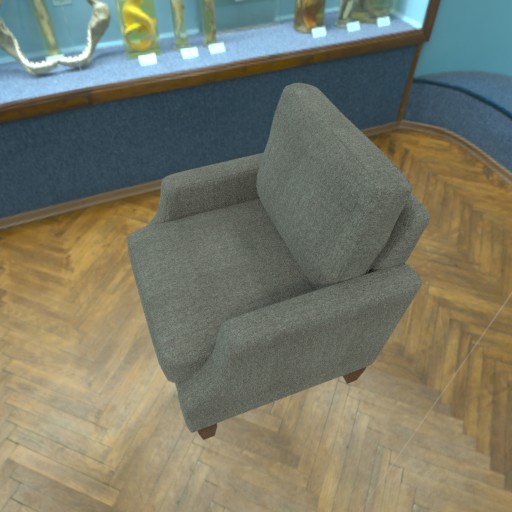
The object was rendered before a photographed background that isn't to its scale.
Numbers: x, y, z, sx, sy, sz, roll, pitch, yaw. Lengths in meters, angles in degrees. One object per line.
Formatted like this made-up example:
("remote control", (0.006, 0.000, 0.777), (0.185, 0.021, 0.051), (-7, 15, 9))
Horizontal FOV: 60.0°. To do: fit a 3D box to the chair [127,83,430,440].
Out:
("chair", (0.000, 0.000, 1.670), (0.897, 0.993, 0.855), (-16, 50, -14))
